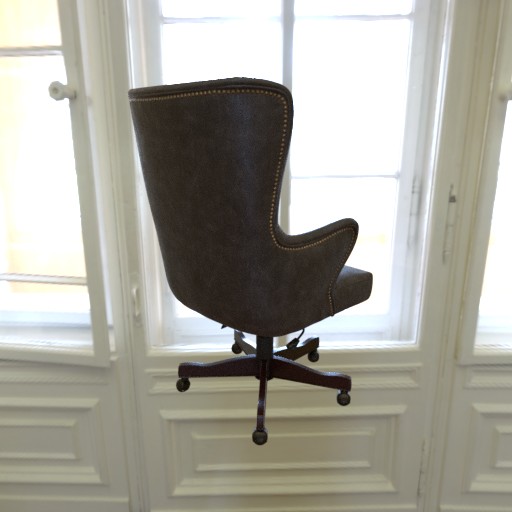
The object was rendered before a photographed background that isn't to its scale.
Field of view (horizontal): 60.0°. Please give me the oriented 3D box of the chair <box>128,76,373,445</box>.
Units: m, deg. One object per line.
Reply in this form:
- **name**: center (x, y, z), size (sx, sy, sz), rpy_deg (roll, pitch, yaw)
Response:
- **chair**: center (0.000, 0.000, 1.473), size (0.717, 1.037, 0.594), rpy_deg (-15, 22, -42)
